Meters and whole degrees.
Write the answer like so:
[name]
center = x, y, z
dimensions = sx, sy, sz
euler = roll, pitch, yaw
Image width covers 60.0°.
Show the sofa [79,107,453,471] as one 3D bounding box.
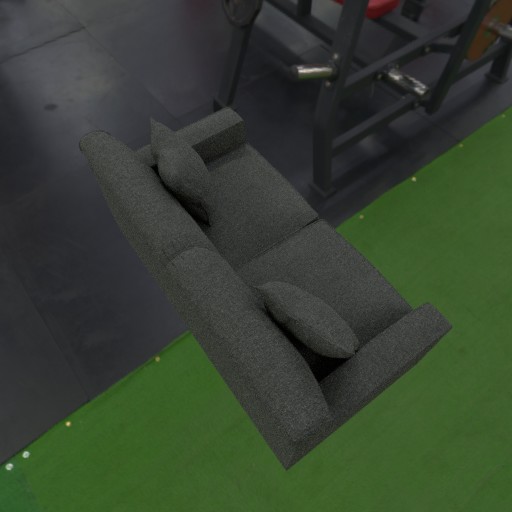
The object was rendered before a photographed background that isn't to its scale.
[sofa]
center = 0.000, 0.000, 2.411
dimensions = 0.998, 0.958, 1.846
euler = -32, 64, -18
